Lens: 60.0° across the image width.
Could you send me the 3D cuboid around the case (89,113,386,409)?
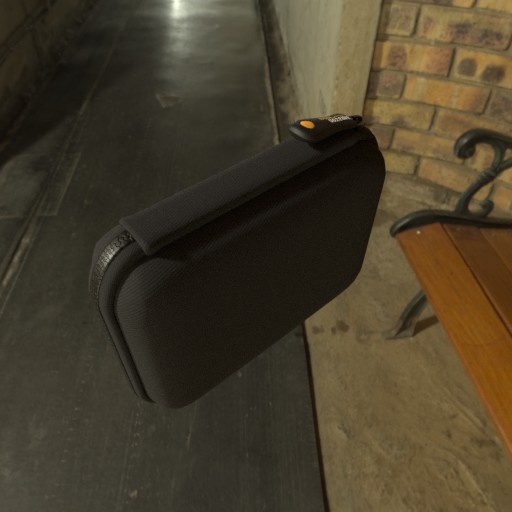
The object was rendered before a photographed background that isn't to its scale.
[{"bbox_3d":[0.000,0.000,0.184,0.132,0.105,0.038,-31,54,-26],"label":"case"}]
